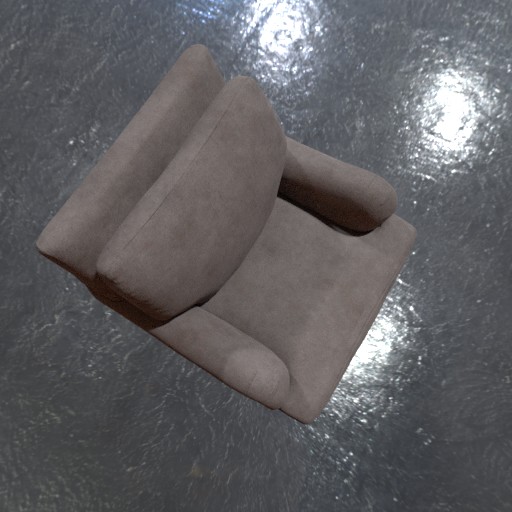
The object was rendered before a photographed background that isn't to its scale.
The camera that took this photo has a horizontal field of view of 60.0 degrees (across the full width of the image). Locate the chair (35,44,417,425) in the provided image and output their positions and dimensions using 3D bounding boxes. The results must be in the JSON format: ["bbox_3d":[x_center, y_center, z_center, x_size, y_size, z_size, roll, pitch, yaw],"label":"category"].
[{"bbox_3d":[0.000,0.000,1.783,1.070,0.997,0.955,31,77,8],"label":"chair"}]
